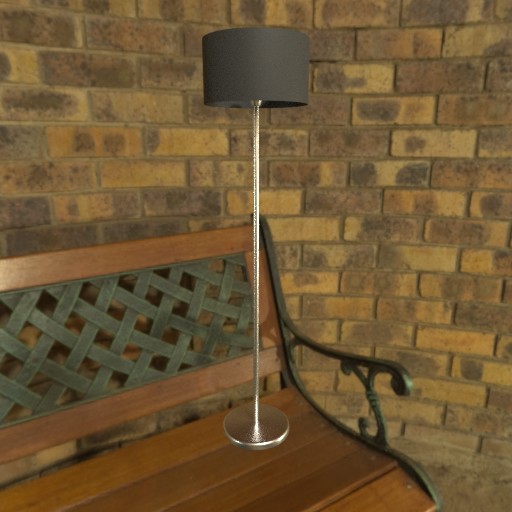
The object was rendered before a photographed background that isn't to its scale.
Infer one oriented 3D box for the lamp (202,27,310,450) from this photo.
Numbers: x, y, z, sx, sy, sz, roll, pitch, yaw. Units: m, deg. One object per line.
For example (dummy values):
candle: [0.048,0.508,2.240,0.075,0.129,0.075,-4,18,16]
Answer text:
lamp: [0.000,0.000,1.618,0.348,1.443,0.348,7,16,26]
